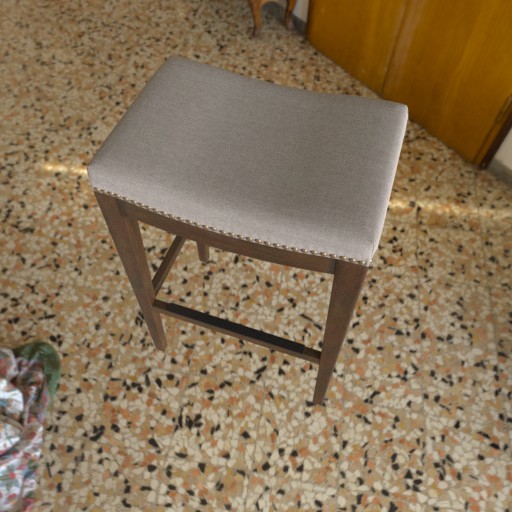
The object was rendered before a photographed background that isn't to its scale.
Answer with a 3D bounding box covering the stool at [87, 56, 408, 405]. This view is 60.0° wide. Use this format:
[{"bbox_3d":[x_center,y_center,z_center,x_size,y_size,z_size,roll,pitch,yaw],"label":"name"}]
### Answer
[{"bbox_3d":[0.000,0.000,1.054,0.508,0.762,0.356,16,58,10],"label":"stool"}]
